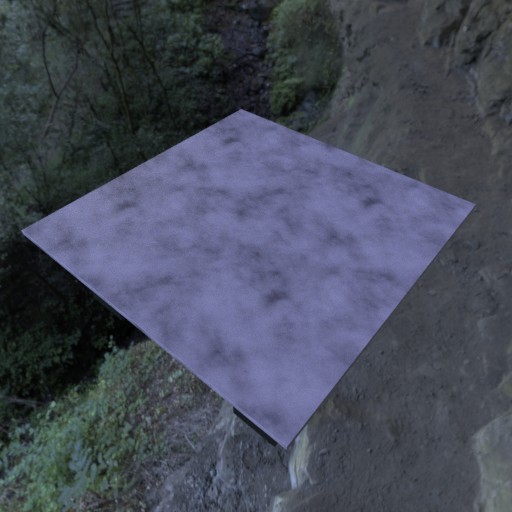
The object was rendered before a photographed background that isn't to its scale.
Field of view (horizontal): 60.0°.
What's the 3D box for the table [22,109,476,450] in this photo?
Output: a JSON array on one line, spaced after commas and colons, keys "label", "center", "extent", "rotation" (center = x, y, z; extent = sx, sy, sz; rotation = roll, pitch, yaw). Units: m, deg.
[{"label": "table", "center": [0.000, 0.000, 1.331], "extent": [0.890, 0.305, 0.890], "rotation": [31, 53, 27]}]
